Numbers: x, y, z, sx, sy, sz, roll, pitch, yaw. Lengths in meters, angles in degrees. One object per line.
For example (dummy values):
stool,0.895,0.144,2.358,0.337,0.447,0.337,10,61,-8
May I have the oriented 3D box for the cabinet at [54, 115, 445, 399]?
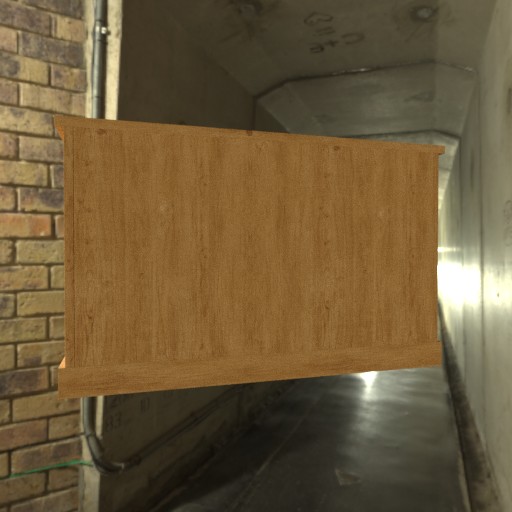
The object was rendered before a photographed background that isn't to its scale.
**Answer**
cabinet,0.000,0.000,1.655,1.321,0.810,0.432,0,1,-16
